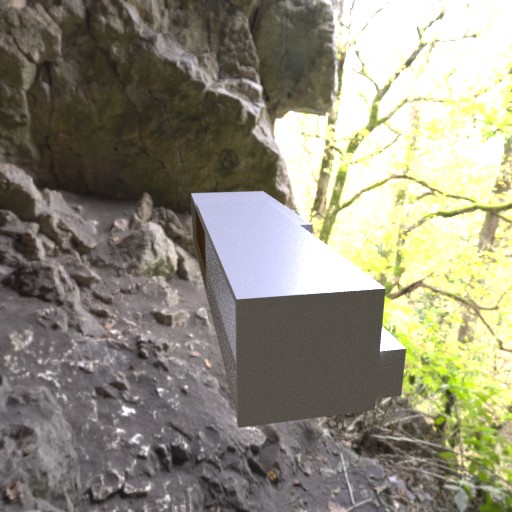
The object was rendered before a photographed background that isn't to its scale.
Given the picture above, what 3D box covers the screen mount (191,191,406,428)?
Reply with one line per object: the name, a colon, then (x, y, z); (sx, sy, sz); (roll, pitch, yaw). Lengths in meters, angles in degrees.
screen mount: (0.000, 0.000, 1.810); (0.420, 0.320, 1.680); (-3, 17, -11)
